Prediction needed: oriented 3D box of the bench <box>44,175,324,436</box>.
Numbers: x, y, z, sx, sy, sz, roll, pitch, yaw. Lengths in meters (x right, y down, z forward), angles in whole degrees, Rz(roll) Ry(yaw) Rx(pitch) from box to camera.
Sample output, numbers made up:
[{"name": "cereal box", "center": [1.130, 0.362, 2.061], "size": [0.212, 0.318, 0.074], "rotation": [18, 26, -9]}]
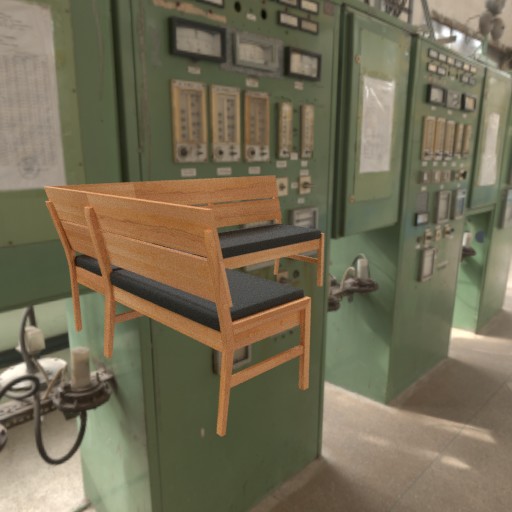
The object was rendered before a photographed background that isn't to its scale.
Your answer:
[{"name": "bench", "center": [0.000, 0.000, 2.801], "size": [1.948, 0.890, 1.548], "rotation": [-12, 18, -43]}]
